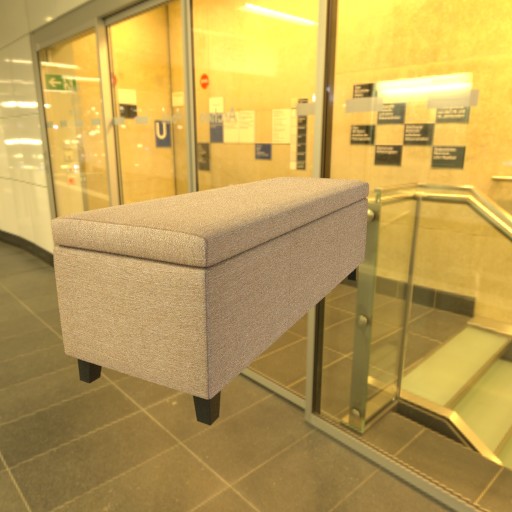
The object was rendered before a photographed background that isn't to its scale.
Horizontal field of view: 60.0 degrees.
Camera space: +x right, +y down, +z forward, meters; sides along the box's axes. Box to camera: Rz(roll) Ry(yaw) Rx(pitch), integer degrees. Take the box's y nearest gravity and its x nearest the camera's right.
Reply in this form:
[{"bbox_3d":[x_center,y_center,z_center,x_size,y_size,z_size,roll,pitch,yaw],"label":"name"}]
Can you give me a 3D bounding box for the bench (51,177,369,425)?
[{"bbox_3d":[0.000,0.000,1.508,0.446,0.438,1.269,8,17,27],"label":"bench"}]
